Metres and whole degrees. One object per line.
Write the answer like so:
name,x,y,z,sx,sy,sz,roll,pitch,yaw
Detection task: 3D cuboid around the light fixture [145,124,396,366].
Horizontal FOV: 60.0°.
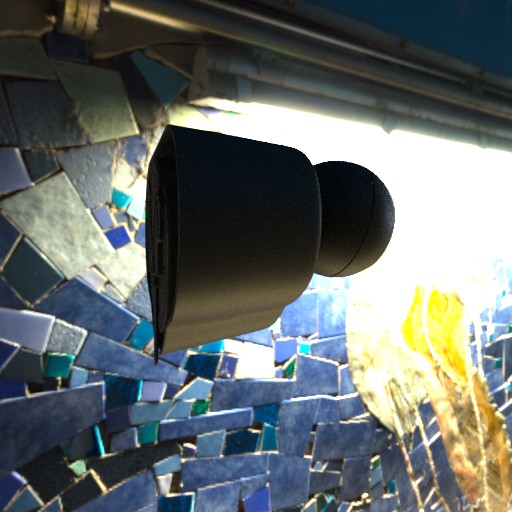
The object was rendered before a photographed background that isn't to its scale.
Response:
light fixture,0.000,0.000,0.346,0.159,0.159,0.229,-1,2,-18
